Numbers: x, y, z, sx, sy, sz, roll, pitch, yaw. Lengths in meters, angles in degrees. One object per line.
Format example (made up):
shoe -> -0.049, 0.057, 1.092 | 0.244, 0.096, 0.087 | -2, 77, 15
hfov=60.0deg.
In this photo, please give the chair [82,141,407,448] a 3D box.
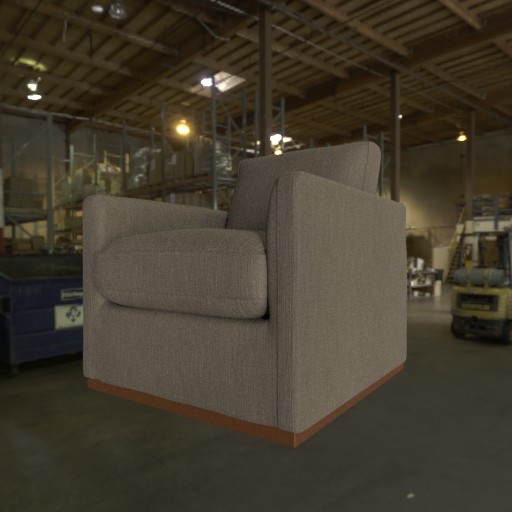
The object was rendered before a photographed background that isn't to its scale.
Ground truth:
chair -> 0.000, 0.000, 1.460 | 0.763, 0.811, 0.834 | 0, 1, 35
